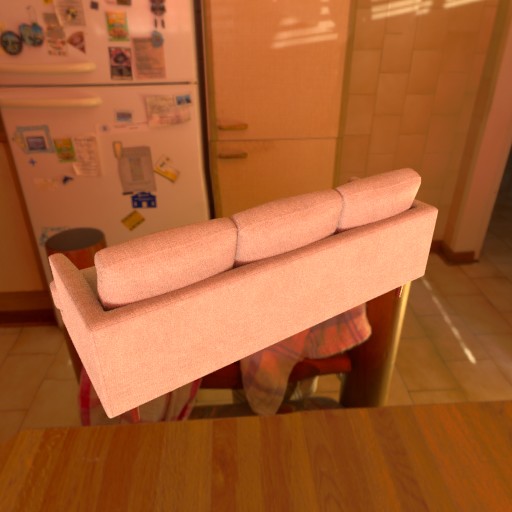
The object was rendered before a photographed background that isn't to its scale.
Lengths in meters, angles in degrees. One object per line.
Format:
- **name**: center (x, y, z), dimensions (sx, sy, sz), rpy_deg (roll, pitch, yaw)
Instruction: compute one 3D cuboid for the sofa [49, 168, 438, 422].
- **sofa**: center (0.000, 0.000, 2.722), dimensions (2.246, 0.930, 0.903), rpy_deg (-18, 34, -29)
